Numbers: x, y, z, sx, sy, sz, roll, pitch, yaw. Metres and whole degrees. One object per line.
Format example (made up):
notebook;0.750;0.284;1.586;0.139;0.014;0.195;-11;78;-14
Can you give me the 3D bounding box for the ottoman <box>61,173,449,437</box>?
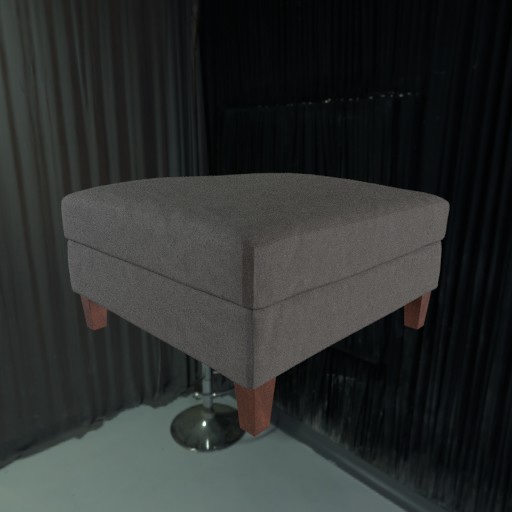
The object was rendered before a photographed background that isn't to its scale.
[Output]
ottoman;0.000;0.000;1.405;0.861;0.482;0.881;15;21;43
